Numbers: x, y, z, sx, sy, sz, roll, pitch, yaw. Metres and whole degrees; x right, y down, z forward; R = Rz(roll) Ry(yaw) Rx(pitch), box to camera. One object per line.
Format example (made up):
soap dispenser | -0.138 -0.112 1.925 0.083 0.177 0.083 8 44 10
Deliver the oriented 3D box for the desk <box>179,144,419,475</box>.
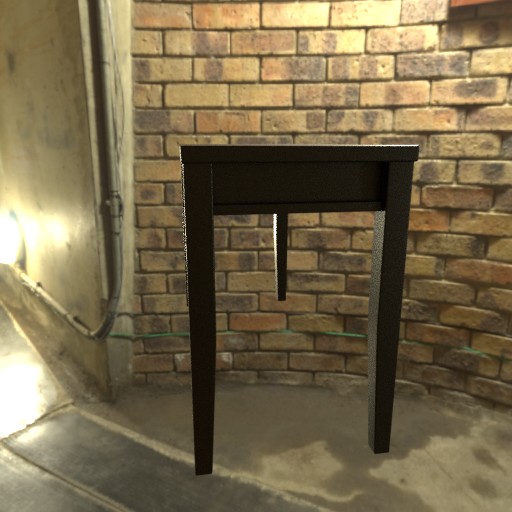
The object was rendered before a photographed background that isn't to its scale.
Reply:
desk | 0.000 0.000 1.587 0.508 0.775 1.220 -2 14 -9
